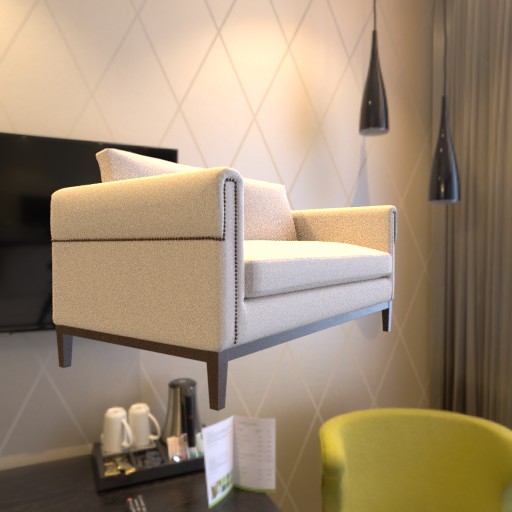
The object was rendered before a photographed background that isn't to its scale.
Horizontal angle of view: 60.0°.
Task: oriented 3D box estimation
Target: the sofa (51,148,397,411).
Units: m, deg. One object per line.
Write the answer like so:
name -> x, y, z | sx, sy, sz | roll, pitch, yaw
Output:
sofa -> 0.000, 0.000, 2.138 | 0.905, 0.873, 1.598 | 1, 1, 35
